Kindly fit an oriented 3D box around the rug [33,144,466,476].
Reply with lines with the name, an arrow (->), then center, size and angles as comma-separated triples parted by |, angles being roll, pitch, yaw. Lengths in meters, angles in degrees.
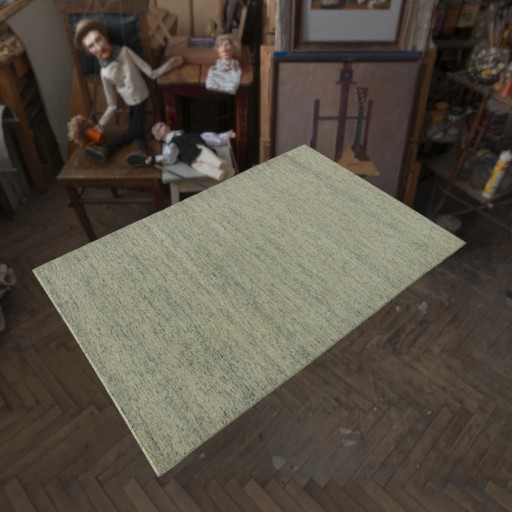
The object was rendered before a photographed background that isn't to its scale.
rug -> 0.000, 0.000, 2.258 | 1.846, 0.014, 1.243 | -30, 53, -26
